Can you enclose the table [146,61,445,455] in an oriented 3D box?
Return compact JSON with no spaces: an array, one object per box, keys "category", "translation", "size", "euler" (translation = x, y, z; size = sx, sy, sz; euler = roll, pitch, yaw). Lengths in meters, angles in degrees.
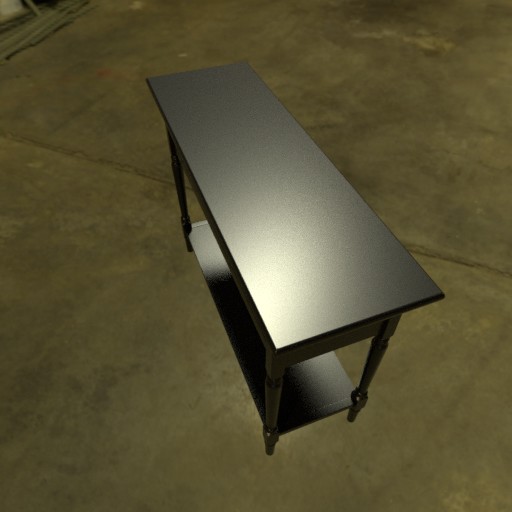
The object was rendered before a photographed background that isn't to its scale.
[{"category":"table","translation":[0.000,0.000,1.545],"size":[0.386,0.819,1.191],"euler":[-16,49,-14]}]
